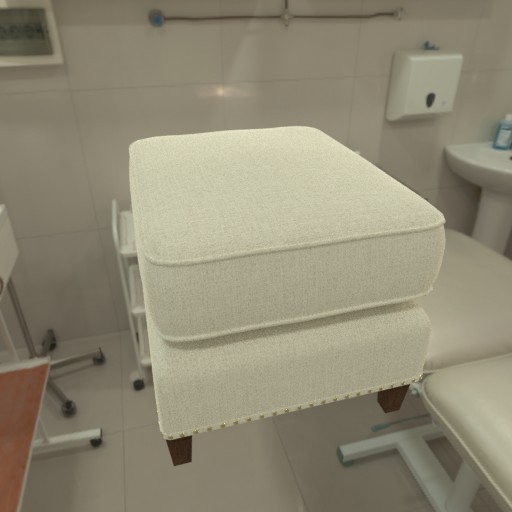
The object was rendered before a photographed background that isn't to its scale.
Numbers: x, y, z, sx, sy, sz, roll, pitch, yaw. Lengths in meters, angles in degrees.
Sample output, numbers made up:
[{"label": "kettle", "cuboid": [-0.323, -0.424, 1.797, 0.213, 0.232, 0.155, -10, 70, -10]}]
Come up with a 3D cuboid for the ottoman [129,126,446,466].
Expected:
[{"label": "ottoman", "cuboid": [0.000, 0.000, 1.136, 0.589, 0.537, 0.738, -8, 32, -14]}]
